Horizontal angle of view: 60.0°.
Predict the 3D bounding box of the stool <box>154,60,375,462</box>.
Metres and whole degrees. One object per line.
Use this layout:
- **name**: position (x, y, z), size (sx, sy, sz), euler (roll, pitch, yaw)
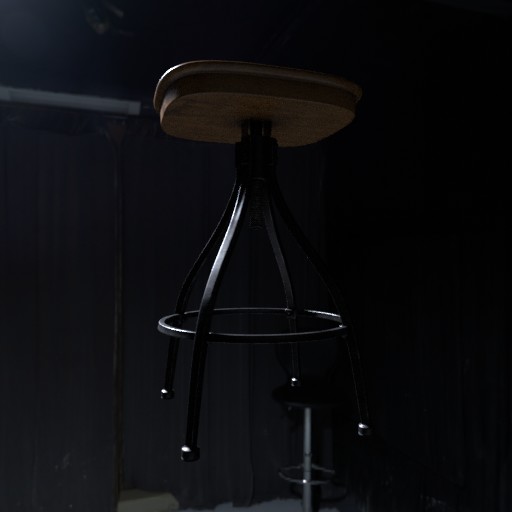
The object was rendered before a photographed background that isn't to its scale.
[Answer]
- **stool**: position (0.000, 0.000, 0.977), size (0.432, 0.694, 0.424), euler (0, 0, -18)
